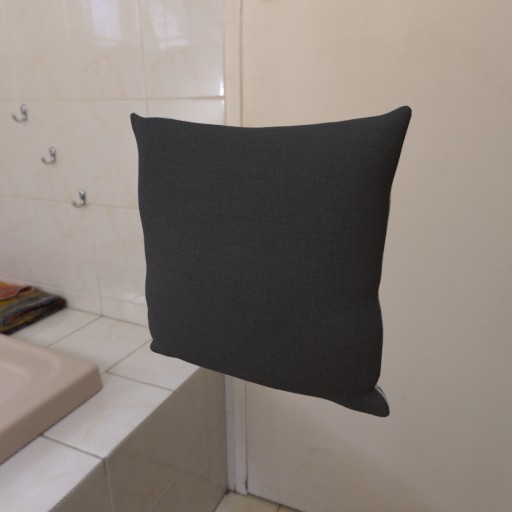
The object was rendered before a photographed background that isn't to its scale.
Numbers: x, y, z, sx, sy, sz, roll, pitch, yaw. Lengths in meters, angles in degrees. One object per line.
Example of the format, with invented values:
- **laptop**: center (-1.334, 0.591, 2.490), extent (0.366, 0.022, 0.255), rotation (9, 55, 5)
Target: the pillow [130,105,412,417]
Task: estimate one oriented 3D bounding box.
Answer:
- **pillow**: center (0.000, 0.000, 0.779), extent (0.503, 0.496, 0.208), rotation (9, 20, 25)
